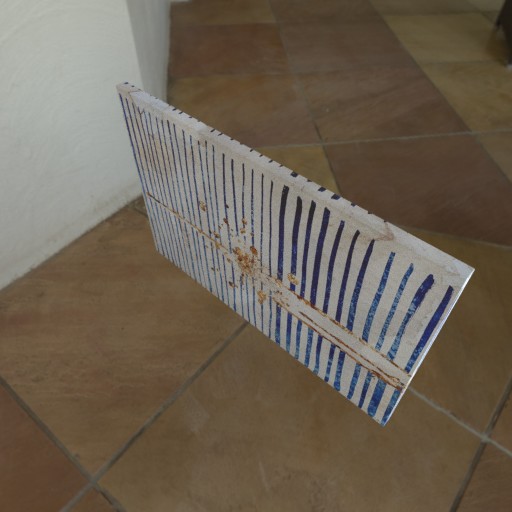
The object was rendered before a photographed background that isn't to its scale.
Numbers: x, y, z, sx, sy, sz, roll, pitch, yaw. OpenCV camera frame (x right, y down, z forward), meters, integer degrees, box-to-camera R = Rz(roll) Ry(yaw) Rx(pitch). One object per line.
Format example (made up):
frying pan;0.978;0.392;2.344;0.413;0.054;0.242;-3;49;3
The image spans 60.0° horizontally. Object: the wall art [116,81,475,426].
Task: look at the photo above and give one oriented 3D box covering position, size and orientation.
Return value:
wall art;0.000;0.000;1.410;1.143;0.757;0.038;34;57;27
